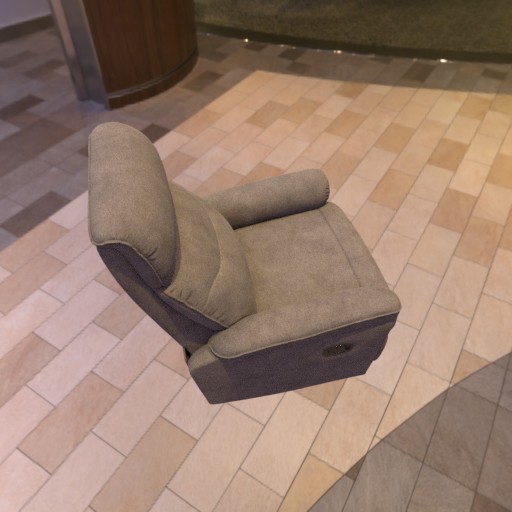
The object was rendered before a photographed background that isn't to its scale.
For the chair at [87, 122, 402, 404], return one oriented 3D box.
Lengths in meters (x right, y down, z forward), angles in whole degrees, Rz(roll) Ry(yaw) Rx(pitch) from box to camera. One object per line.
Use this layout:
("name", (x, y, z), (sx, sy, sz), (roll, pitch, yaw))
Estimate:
("chair", (0.000, 0.000, 1.719), (1.009, 1.036, 0.830), (-11, 48, -10))
